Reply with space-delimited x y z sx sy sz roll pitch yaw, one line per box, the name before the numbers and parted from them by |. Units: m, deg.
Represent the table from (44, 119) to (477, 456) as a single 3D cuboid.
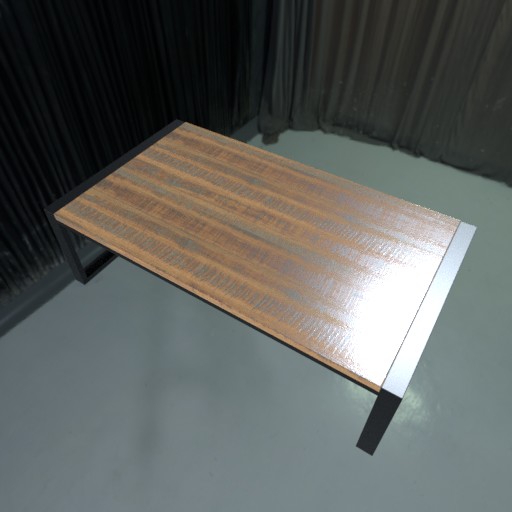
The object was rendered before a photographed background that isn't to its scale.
table | 0.000 0.000 1.719 1.350 0.400 0.750 25 52 22
